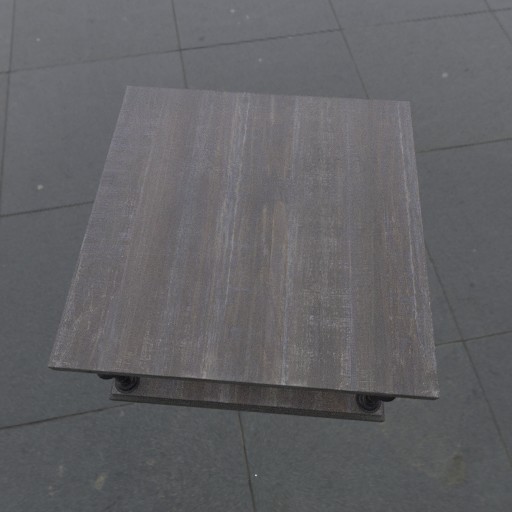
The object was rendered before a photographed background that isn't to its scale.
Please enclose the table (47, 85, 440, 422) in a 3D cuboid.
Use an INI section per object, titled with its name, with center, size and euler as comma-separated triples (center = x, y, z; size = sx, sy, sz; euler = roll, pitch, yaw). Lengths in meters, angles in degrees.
[table]
center = 0.000, 0.000, 1.115
size = 0.696, 0.400, 0.696
euler = 4, 64, 2
